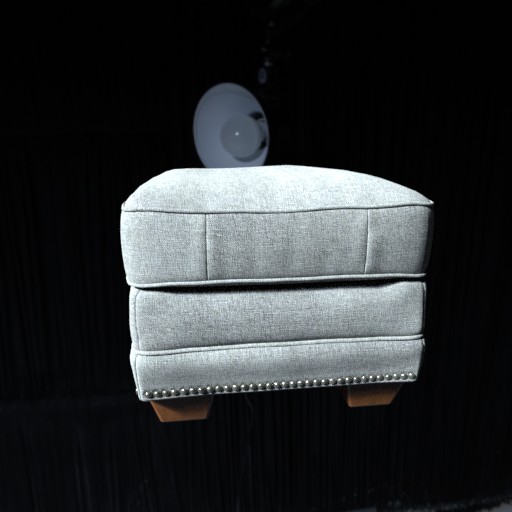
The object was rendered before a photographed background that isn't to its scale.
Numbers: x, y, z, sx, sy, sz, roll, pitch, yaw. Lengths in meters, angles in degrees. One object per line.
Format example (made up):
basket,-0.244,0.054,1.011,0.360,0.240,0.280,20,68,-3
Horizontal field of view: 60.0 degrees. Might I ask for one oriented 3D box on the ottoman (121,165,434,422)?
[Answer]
ottoman,0.000,0.000,1.144,0.561,0.457,0.813,-2,14,-8
